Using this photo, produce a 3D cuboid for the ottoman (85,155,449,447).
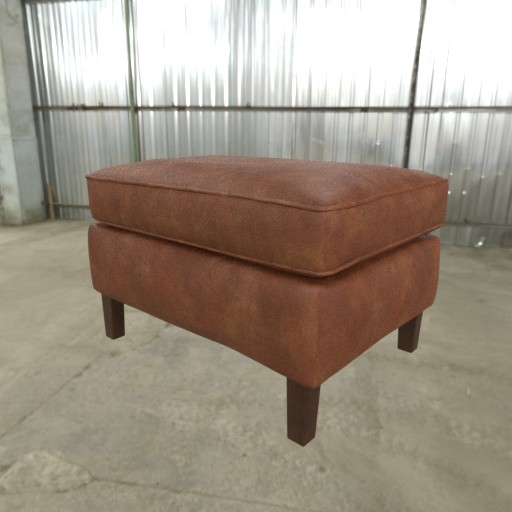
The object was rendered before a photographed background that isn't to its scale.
[{"bbox_3d":[0.000,0.000,0.986,0.665,0.418,0.501,14,21,40],"label":"ottoman"}]
